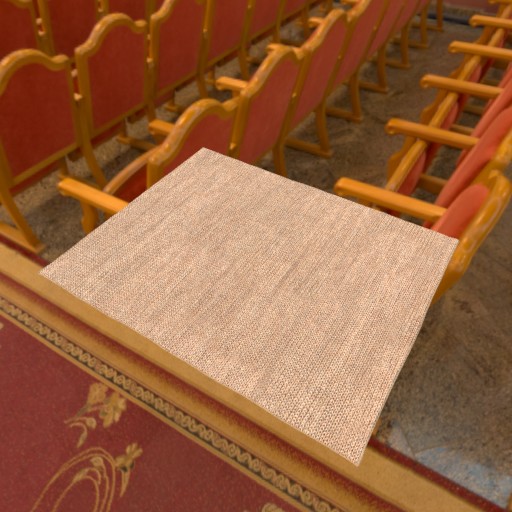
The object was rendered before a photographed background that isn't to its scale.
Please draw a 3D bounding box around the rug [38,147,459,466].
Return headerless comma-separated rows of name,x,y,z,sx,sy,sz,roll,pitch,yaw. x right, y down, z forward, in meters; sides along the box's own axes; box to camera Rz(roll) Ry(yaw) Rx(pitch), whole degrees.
rug,0.000,0.000,4.062,3.052,0.030,2.429,24,50,22
